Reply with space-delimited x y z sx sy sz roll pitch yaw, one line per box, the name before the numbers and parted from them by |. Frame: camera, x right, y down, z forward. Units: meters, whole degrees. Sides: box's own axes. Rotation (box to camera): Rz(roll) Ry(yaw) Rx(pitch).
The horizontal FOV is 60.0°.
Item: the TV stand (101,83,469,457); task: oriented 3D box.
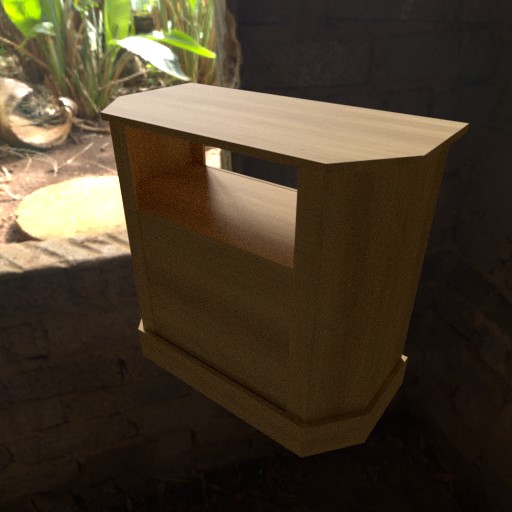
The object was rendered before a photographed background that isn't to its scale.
TV stand | 0.000 0.000 1.247 0.851 0.781 0.425 21 37 32
